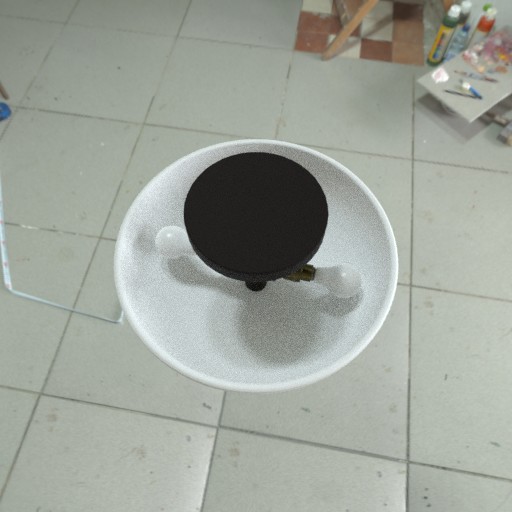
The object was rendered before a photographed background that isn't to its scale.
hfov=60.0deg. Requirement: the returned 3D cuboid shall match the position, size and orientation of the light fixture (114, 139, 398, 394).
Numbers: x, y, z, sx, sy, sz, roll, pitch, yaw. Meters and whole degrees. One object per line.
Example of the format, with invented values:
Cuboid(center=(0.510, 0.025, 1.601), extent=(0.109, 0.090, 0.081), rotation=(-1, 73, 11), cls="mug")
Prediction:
Cuboid(center=(0.000, 0.000, 0.539), extent=(0.331, 0.212, 0.331), rotation=(0, 63, 0), cls="light fixture")
